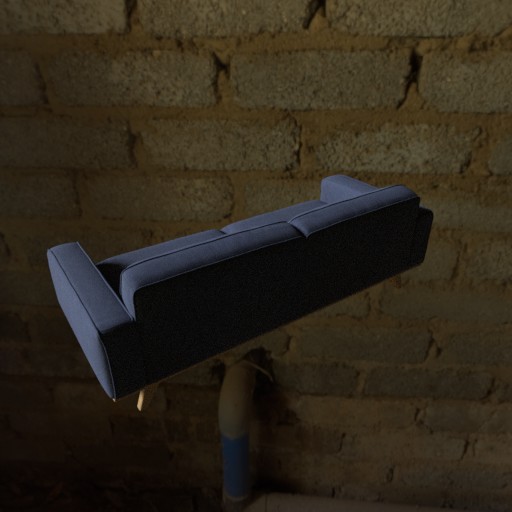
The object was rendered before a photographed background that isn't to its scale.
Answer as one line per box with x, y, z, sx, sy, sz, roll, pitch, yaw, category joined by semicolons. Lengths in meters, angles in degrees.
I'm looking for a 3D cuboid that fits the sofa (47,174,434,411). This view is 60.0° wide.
0.000;0.000;2.806;2.270;0.782;0.953;-19;35;-29;sofa
